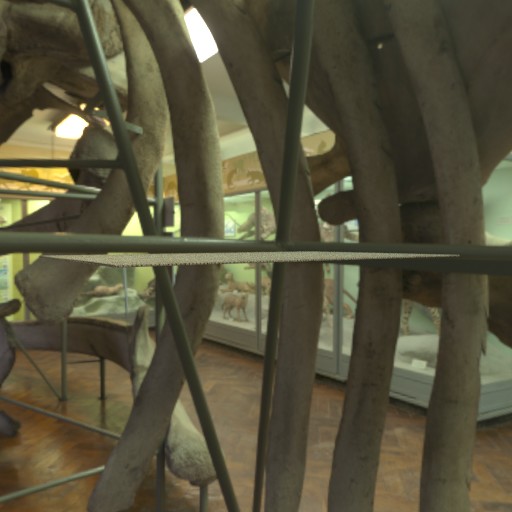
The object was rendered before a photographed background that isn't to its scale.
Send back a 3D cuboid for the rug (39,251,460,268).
[{"bbox_3d":[0.000,0.000,3.024,2.439,0.011,1.533,-1,2,-36],"label":"rug"}]
